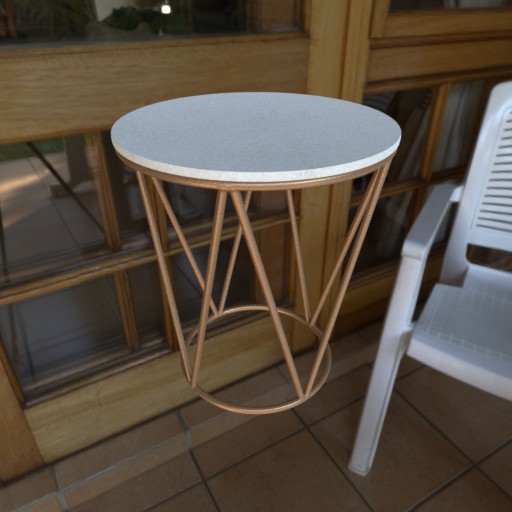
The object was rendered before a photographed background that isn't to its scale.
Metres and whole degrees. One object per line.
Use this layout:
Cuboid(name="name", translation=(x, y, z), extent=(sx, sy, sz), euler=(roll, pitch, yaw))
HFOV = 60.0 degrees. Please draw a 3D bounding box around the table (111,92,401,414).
Cuboid(name="table", translation=(0.000, 0.000, 0.939), extent=(0.500, 0.564, 0.500), euler=(0, 32, 0))
